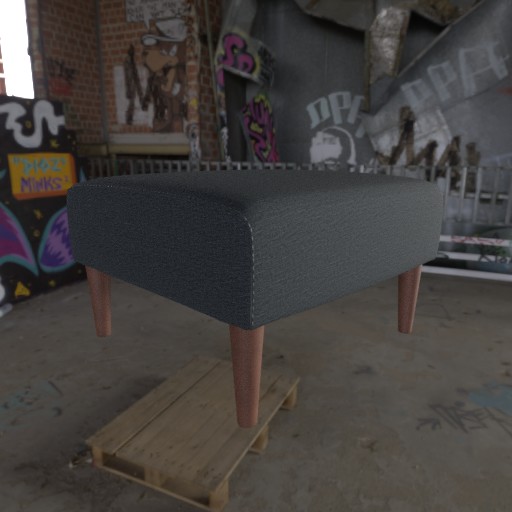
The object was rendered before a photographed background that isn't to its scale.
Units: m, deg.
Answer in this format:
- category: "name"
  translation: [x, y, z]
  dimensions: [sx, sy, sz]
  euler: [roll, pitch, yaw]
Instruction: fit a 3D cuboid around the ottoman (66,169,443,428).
- category: "ottoman"
  translation: [0.000, 0.000, 1.067]
  dimensions: [0.650, 0.398, 0.649]
  euler: [-13, 19, -43]
